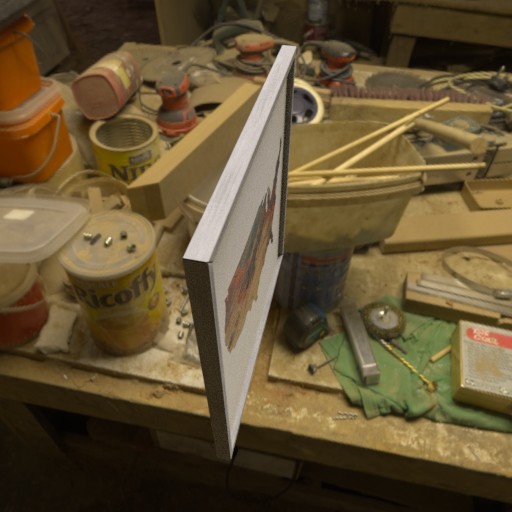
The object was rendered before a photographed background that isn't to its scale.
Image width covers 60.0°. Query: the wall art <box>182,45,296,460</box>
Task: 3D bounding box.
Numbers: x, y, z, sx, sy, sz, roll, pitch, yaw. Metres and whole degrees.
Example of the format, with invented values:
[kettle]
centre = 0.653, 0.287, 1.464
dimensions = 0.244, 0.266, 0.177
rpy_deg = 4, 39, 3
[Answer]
[wall art]
centre = 0.000, 0.000, 0.453
dimensions = 0.015, 0.303, 0.303
rpy_deg = 9, 47, 9
